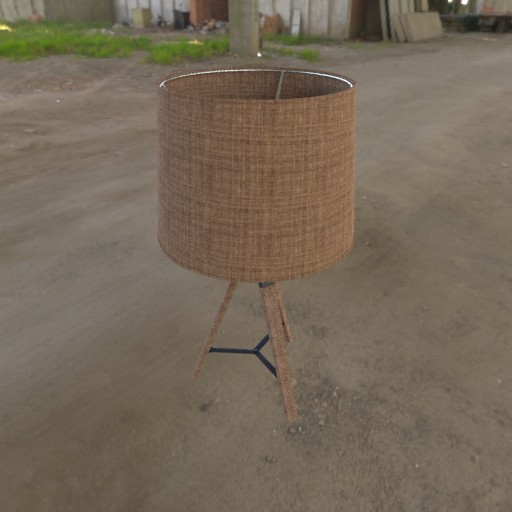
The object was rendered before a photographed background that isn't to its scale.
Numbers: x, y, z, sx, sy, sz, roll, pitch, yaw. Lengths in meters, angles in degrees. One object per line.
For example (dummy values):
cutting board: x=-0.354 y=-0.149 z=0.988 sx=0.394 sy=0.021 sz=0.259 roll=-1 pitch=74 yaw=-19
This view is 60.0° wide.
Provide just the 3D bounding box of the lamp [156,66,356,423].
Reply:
lamp: x=0.000 y=0.000 z=0.689 sx=0.290 sy=0.514 sz=0.290 roll=0 pitch=30 yaw=0
